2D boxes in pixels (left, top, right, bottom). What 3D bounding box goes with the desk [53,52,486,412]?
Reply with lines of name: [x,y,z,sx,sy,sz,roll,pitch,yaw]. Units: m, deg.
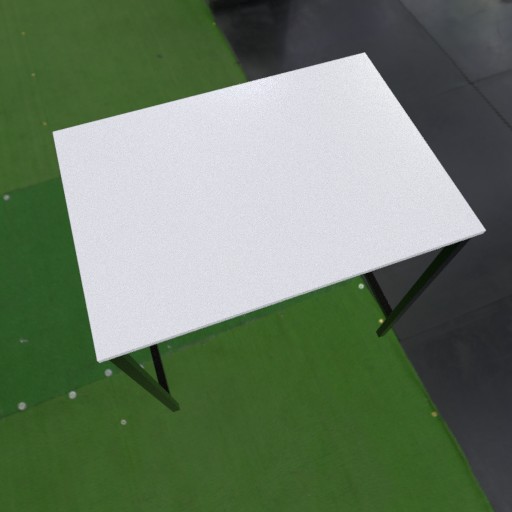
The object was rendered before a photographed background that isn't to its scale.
desk: [0.000,0.000,1.324,0.811,0.766,0.573,-18,65,-9]
